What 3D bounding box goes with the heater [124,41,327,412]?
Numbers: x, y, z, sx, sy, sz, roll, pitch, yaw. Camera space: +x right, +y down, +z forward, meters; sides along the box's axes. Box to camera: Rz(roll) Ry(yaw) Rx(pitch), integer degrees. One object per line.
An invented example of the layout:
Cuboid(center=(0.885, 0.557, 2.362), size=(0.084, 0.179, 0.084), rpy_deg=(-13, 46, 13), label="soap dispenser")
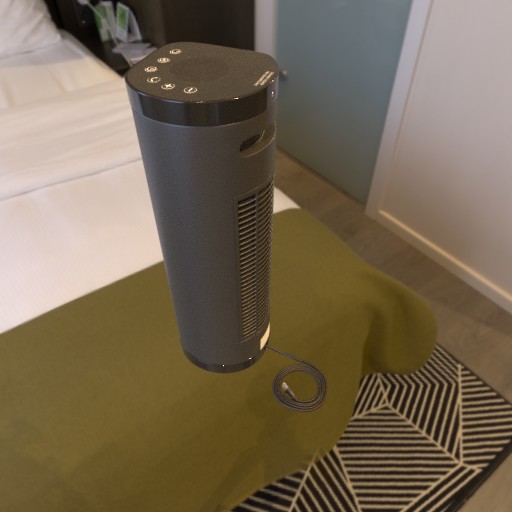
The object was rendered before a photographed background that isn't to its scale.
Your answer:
Cuboid(center=(0.000, 0.000, 0.691), size=(0.312, 0.552, 0.174), rpy_deg=(16, 47, 16), label="heater")
